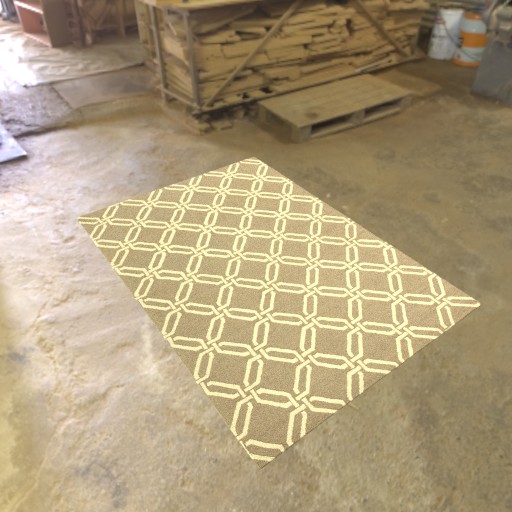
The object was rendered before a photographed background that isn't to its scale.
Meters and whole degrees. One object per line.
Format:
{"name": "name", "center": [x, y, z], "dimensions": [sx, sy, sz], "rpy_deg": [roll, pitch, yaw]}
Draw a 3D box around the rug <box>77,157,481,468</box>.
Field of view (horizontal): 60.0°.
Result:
{"name": "rug", "center": [0.000, 0.000, 4.412], "dimensions": [2.441, 0.020, 3.419], "rpy_deg": [-25, 46, -27]}
